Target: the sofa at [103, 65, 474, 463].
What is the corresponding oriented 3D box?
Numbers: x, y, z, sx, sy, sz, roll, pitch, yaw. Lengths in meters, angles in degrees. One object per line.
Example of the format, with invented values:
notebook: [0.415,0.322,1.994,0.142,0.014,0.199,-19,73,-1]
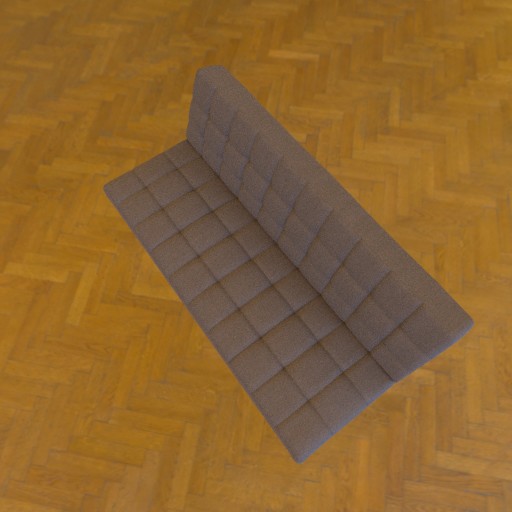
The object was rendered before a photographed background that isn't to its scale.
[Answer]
sofa: [0.000,0.000,2.267,0.860,0.810,1.800,-34,69,-15]
